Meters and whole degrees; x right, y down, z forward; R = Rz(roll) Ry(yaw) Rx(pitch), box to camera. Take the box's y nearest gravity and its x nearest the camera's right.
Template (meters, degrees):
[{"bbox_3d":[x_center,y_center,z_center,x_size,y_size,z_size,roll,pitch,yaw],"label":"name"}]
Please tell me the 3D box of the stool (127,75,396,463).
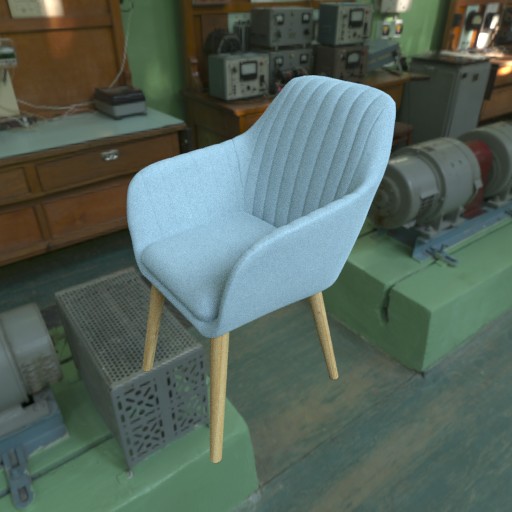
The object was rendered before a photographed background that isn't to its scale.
[{"bbox_3d":[0.000,0.000,1.197,0.590,0.830,0.503,-23,39,-31],"label":"stool"}]
